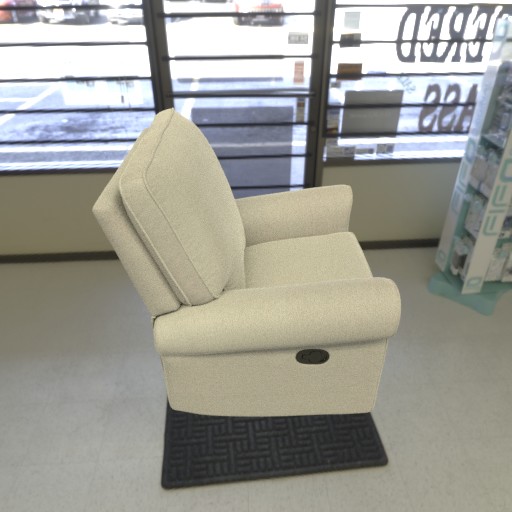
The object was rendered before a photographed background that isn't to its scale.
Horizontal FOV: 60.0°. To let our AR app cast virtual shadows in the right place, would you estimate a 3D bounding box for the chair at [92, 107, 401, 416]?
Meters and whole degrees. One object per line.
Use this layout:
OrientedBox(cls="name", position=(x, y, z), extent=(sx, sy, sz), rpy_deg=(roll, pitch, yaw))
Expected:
OrientedBox(cls="chair", position=(0.000, 0.000, 1.672), extent=(0.878, 0.960, 0.890), rpy_deg=(0, 33, -1))
